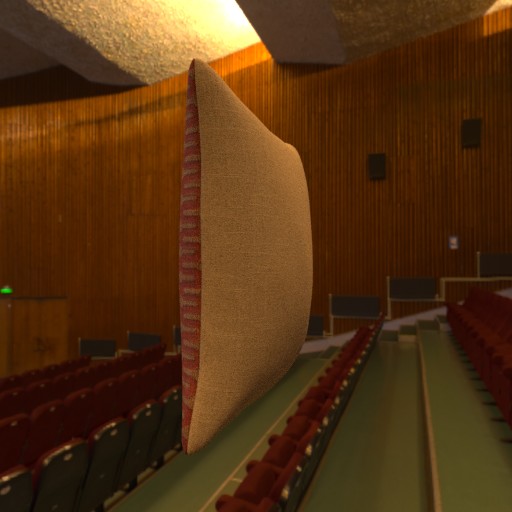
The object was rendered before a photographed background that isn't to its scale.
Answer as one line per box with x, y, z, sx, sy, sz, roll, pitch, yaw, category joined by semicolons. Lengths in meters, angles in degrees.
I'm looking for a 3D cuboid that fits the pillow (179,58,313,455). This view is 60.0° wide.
0.000;0.000;0.794;0.182;0.503;0.511;0;0;19;pillow
